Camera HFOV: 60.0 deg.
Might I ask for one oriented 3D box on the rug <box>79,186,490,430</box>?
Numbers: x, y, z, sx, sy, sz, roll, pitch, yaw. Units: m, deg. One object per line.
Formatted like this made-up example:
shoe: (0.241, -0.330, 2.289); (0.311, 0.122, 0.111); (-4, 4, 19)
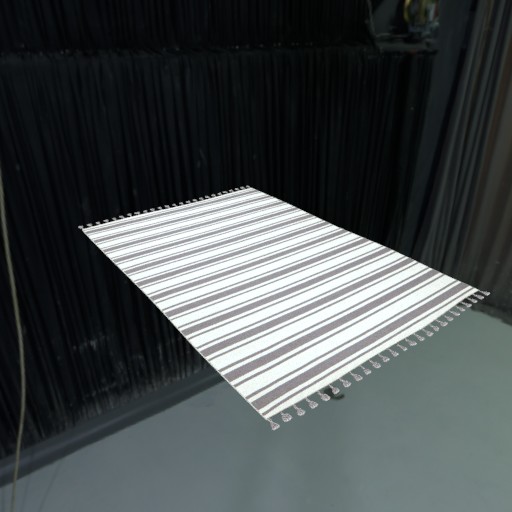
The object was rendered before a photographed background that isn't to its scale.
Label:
rug: (0.000, 0.000, 3.738); (2.030, 0.017, 3.040); (-19, 33, -32)
